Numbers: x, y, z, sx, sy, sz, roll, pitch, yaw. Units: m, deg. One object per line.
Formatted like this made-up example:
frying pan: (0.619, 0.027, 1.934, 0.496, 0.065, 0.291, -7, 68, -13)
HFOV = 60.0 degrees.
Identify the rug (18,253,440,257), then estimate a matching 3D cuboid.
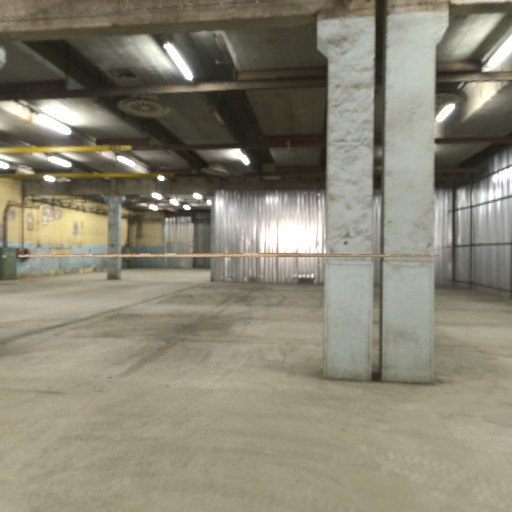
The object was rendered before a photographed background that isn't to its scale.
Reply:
rug: (0.000, 0.000, 4.036, 2.466, 0.021, 3.049, 0, 0, 36)
